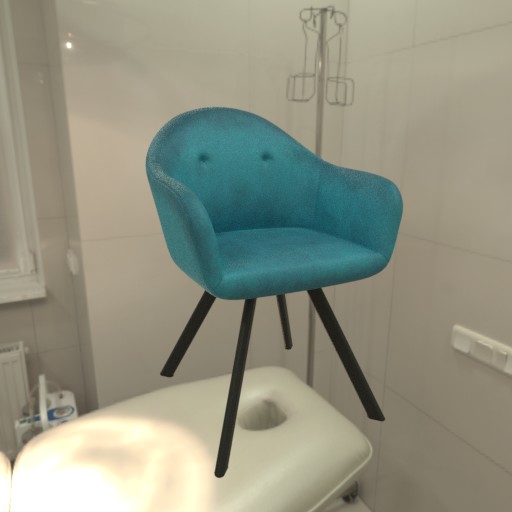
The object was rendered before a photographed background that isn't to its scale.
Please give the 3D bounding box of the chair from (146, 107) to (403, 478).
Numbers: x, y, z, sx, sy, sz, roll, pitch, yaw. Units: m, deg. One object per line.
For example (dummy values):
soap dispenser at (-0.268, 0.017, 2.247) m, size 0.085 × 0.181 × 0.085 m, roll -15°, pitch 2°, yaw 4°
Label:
chair at (0.000, 0.000, 1.176) m, size 0.540 × 0.780 × 0.570 m, roll -7°, pitch 16°, yaw -25°
